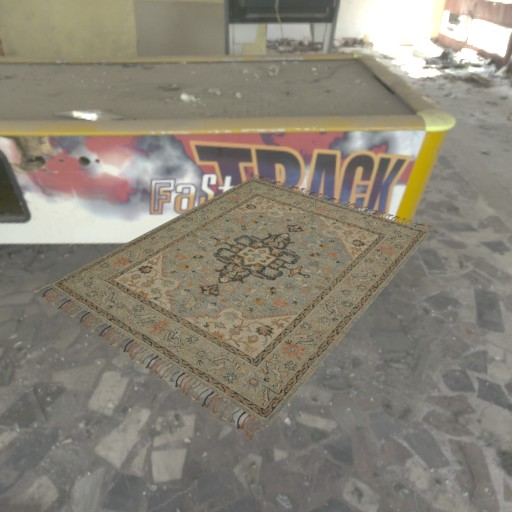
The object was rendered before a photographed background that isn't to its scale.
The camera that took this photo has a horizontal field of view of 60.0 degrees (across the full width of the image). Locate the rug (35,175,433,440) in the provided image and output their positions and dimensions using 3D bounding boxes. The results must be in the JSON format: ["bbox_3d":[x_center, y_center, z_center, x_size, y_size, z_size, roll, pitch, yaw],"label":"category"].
[{"bbox_3d":[0.000,0.000,3.528,1.971,0.010,2.651,22,39,30],"label":"rug"}]
